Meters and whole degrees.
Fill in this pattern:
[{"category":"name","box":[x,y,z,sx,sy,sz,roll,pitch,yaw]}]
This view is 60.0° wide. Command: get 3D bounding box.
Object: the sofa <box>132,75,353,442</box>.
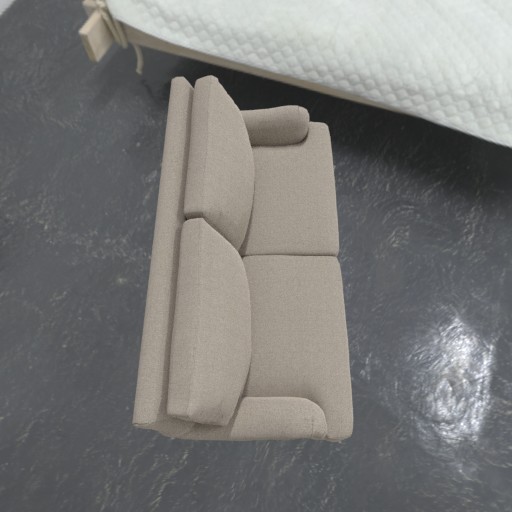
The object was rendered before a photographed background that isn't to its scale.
[{"category":"sofa","box":[0.000,0.000,2.795,1.087,1.054,2.160,0,65,0]}]
